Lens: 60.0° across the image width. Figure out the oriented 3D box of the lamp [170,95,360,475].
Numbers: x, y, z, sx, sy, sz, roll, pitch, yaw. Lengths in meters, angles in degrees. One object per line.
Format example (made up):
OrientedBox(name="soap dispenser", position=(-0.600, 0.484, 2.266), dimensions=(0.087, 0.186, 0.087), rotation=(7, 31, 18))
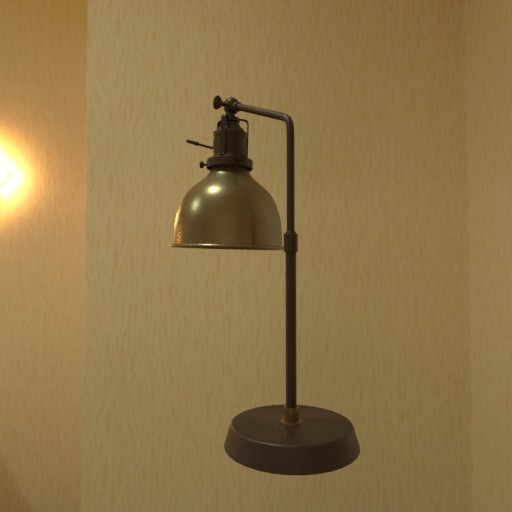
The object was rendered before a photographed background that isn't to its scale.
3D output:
OrientedBox(name="lamp", position=(0.000, 0.000, 0.604), dimensions=(0.175, 0.469, 0.298), rotation=(2, -3, -37))
